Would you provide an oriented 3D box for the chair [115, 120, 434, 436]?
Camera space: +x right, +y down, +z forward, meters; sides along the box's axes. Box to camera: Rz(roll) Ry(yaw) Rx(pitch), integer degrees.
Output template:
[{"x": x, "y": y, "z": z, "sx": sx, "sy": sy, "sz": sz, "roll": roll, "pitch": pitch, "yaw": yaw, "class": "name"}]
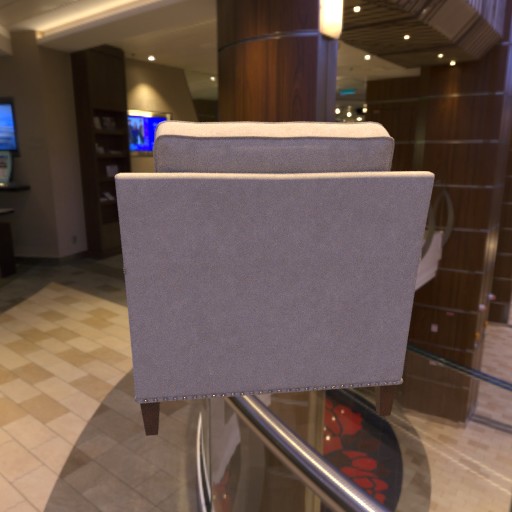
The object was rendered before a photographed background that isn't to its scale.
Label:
[{"x": 0.000, "y": 0.000, "z": 1.700, "sx": 0.853, "sy": 0.943, "sz": 1.014, "roll": -2, "pitch": 13, "yaw": -8, "class": "chair"}]
